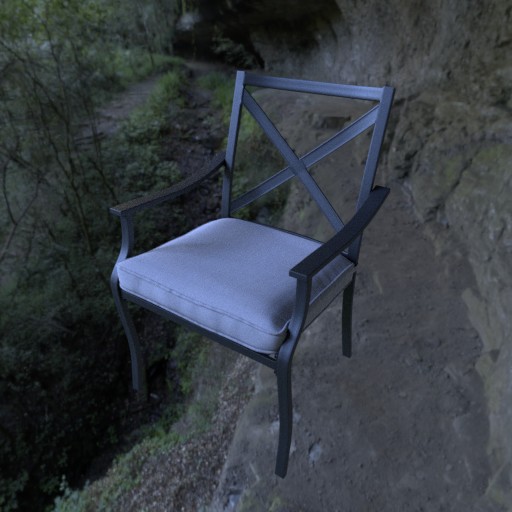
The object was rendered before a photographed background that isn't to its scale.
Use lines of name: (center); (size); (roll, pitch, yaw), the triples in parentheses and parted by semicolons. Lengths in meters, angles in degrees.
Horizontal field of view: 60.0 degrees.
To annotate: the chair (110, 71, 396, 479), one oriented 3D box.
chair: (0.000, 0.000, 1.271); (0.575, 0.889, 0.620); (19, 36, 29)
